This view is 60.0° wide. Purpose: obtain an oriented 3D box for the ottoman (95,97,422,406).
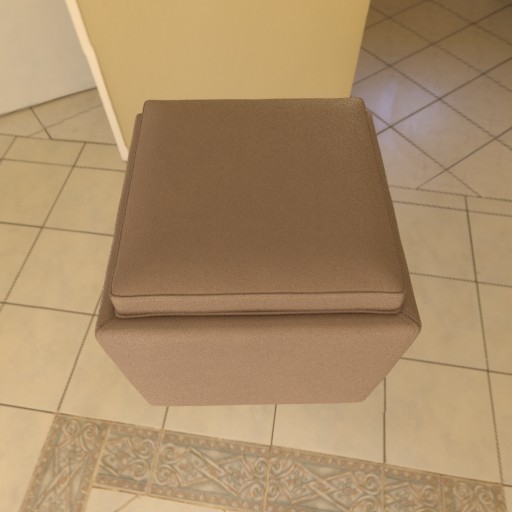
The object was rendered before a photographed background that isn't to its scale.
[{"bbox_3d":[0.000,0.000,0.828,0.450,0.460,0.451,-1,57,-1],"label":"ottoman"}]
